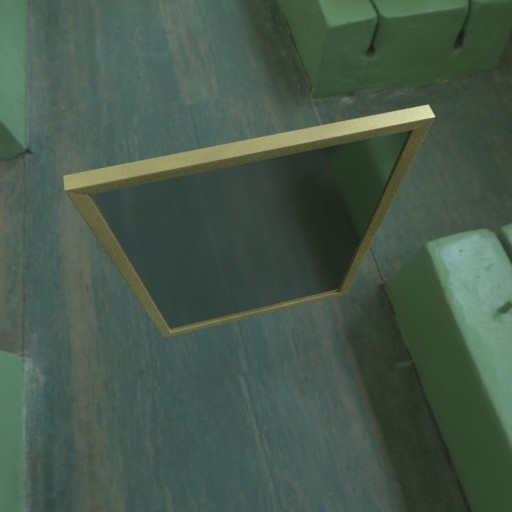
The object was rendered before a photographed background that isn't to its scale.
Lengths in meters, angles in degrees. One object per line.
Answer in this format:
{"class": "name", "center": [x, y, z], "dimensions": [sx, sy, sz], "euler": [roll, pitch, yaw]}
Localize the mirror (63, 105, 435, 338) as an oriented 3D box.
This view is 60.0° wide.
{"class": "mirror", "center": [0.000, 0.000, 1.348], "dimensions": [0.762, 1.016, 0.040], "euler": [-13, 64, -6]}
